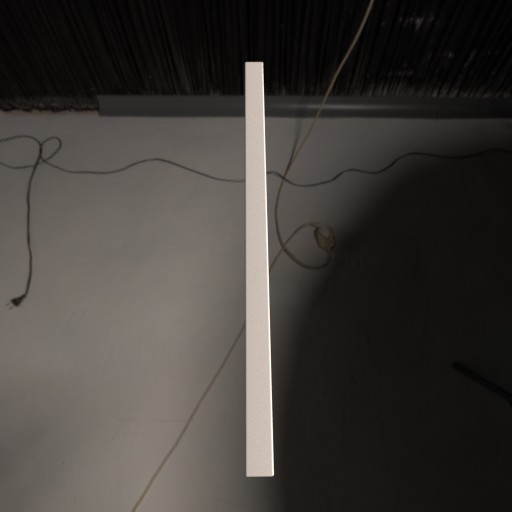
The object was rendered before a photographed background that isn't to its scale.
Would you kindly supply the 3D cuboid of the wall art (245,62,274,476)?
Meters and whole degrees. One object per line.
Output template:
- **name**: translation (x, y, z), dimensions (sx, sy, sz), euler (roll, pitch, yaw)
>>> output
- **wall art**: translation (0.000, 0.000, 0.860), dimensions (0.038, 0.255, 0.763), euler (-1, 64, 0)
